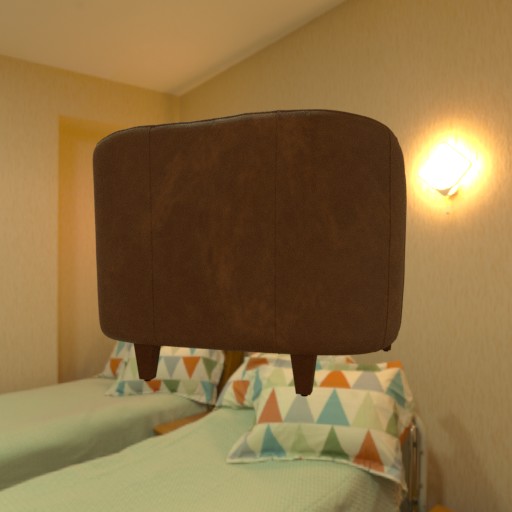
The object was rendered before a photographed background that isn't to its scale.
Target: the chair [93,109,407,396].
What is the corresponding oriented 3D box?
[{"bbox_3d":[0.000,0.000,1.738,1.119,0.836,0.911,0,0,18],"label":"chair"}]
